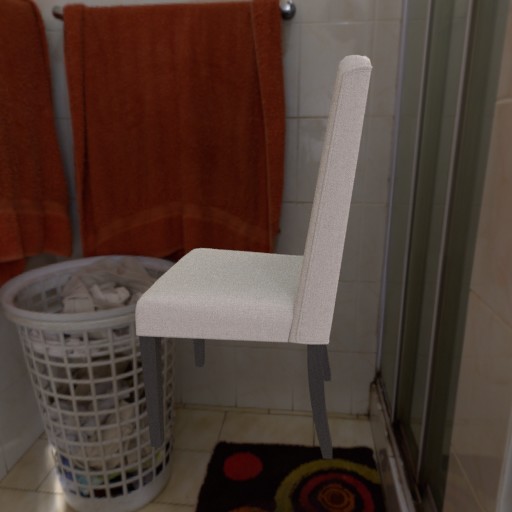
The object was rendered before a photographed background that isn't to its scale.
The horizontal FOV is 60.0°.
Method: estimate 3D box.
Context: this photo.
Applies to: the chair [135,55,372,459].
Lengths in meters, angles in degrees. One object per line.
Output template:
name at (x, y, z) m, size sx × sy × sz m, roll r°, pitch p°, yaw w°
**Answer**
chair at (0.000, 0.000, 1.224) m, size 0.523 × 0.961 × 0.474 m, roll 2°, pitch 16°, yaw 8°
